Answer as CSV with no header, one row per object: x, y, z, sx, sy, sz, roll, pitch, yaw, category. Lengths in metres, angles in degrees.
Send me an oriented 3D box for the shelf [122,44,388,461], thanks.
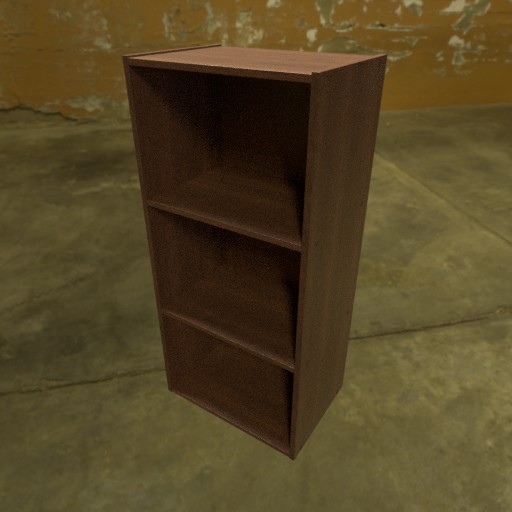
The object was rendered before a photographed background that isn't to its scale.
0.000,0.000,1.058,0.414,0.879,0.290,18,35,28,shelf
